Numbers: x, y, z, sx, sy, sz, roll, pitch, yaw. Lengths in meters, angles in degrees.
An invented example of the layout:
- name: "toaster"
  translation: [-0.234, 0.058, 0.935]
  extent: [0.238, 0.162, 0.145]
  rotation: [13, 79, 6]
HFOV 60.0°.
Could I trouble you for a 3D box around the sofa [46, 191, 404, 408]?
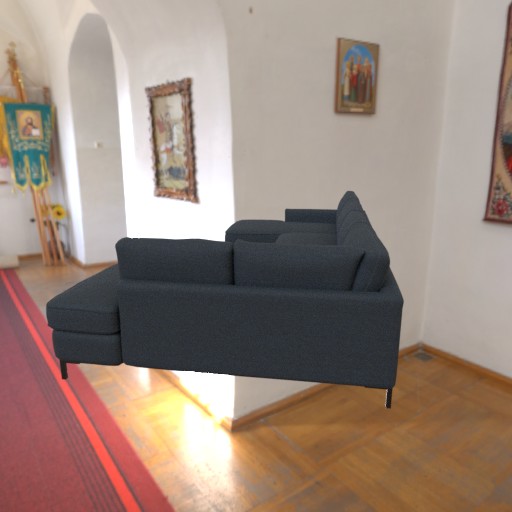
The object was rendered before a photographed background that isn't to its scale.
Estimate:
- name: "sofa"
  translation: [0.000, 0.000, 3.760]
  extent: [1.984, 0.858, 2.975]
  rotation: [2, 15, 9]
